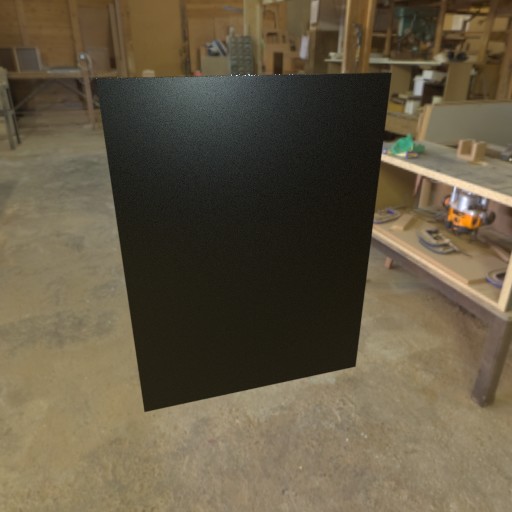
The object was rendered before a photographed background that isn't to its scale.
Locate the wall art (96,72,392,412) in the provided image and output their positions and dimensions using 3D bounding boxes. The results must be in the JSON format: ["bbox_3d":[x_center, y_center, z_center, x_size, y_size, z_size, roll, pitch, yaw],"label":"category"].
[{"bbox_3d":[0.000,0.000,0.770,0.442,0.582,0.013,-8,27,-15],"label":"wall art"}]
